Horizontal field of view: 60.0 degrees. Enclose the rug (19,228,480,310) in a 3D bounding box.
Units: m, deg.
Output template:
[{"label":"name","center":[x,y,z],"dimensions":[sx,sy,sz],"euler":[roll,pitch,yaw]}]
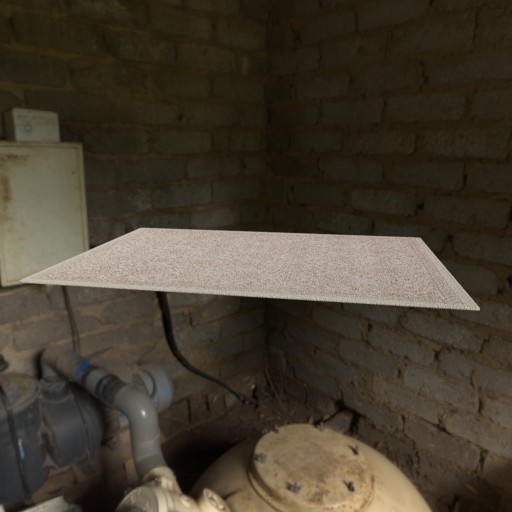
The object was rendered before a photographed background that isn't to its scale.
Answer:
[{"label":"rug","center":[0.000,0.000,2.299],"dimensions":[1.829,0.010,1.219],"euler":[3,15,10]}]
